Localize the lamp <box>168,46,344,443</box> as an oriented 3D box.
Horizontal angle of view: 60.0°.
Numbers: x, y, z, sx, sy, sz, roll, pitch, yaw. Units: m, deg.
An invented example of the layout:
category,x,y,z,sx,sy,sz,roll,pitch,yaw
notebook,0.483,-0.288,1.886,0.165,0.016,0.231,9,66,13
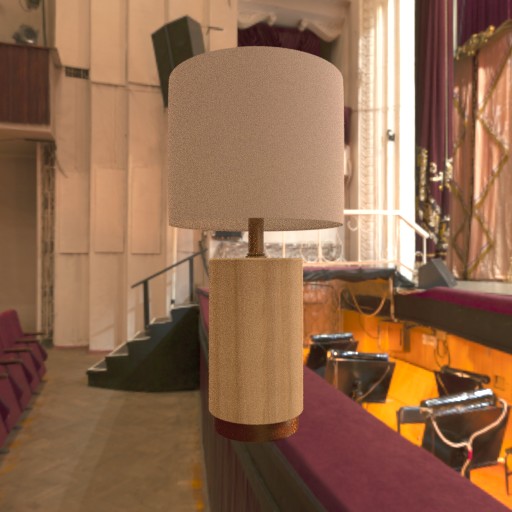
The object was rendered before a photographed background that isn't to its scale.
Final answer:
category,x,y,z,sx,sy,sz,roll,pitch,yaw
lamp,0.000,0.000,0.583,0.228,0.444,0.228,0,-1,-18
